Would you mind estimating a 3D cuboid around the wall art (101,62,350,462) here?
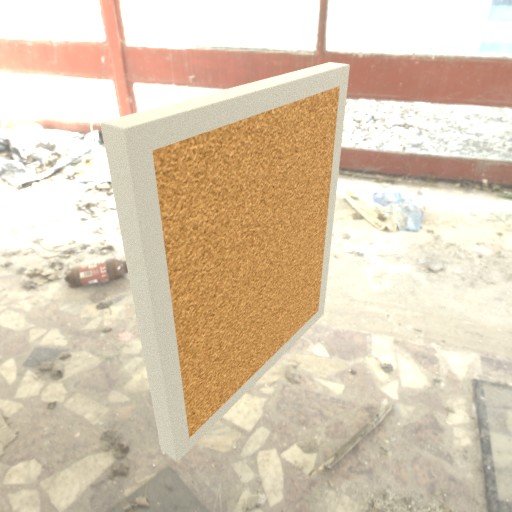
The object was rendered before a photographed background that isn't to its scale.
[{"bbox_3d":[0.000,0.000,0.521,0.028,0.381,0.331,22,38,31],"label":"wall art"}]
